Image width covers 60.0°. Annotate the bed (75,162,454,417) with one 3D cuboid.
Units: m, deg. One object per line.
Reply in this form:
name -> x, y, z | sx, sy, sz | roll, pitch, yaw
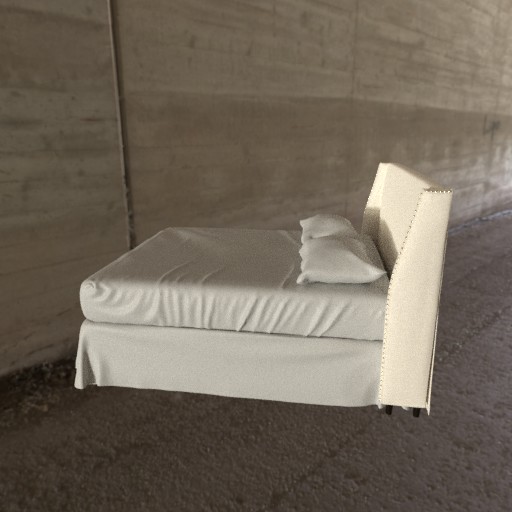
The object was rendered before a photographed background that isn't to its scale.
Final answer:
bed -> 0.000, 0.000, 3.401 | 2.276, 1.332, 1.925 | 2, 16, 8
